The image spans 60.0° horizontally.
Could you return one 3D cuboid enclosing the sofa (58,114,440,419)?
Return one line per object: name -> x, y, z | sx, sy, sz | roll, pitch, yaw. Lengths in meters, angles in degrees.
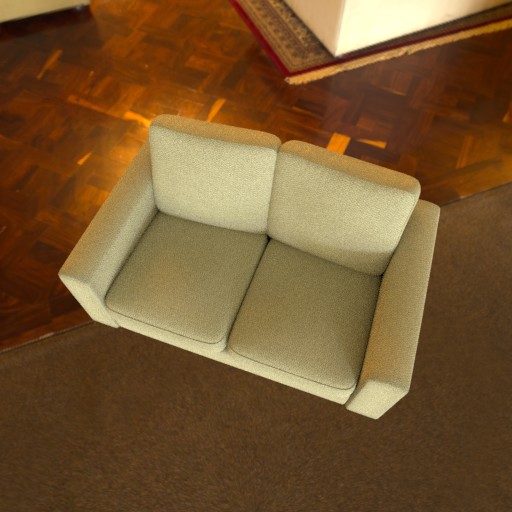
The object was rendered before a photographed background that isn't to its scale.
sofa -> 0.000, 0.000, 2.215 | 1.616, 0.873, 1.016 | 17, 61, 10
